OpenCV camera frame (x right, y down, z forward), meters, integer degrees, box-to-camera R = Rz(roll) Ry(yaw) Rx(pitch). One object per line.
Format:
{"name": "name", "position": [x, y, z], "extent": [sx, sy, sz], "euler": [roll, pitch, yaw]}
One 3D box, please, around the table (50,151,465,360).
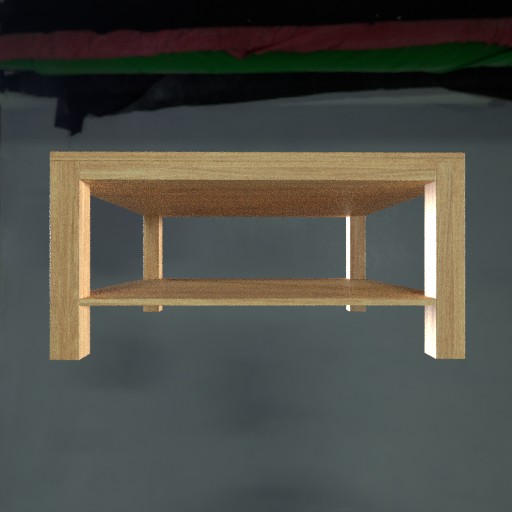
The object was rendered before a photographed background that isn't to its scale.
{"name": "table", "position": [0.000, 0.000, 1.411], "extent": [0.900, 0.450, 0.900], "euler": [0, 0, -1]}
